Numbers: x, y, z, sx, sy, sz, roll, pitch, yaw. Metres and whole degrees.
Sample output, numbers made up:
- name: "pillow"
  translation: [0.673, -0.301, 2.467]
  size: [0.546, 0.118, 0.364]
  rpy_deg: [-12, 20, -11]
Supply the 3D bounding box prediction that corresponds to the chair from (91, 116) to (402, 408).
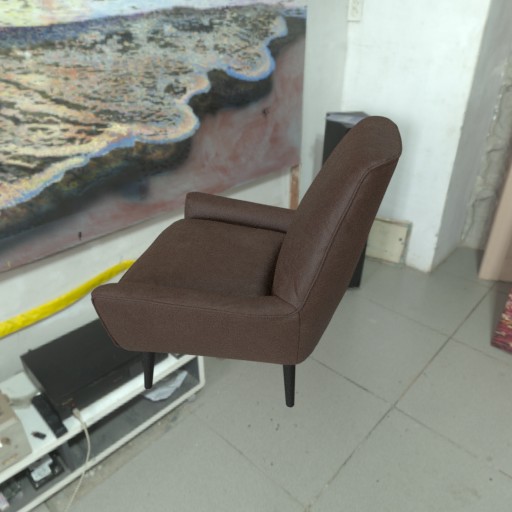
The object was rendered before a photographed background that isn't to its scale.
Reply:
- name: "chair"
  translation: [0.000, 0.000, 1.513]
  size: [0.824, 0.888, 0.787]
  rpy_deg: [7, 31, 12]
